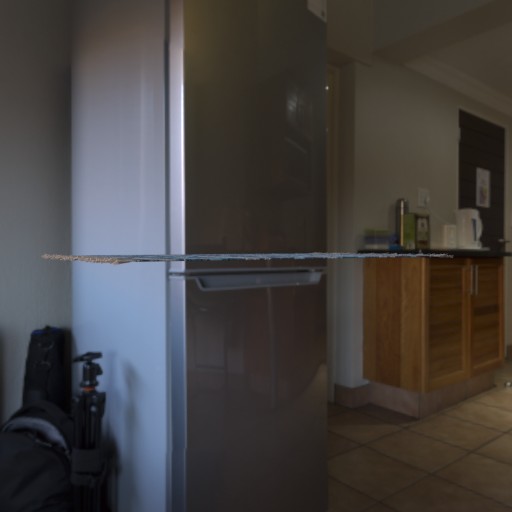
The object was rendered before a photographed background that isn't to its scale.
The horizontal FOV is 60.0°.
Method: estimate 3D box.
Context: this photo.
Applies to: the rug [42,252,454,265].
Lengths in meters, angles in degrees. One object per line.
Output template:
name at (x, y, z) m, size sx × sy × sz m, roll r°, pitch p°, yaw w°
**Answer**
rug at (0.000, 0.000, 2.408) m, size 1.936 × 0.028 × 1.181 m, roll -1°, pitch 1°, yaw -36°
